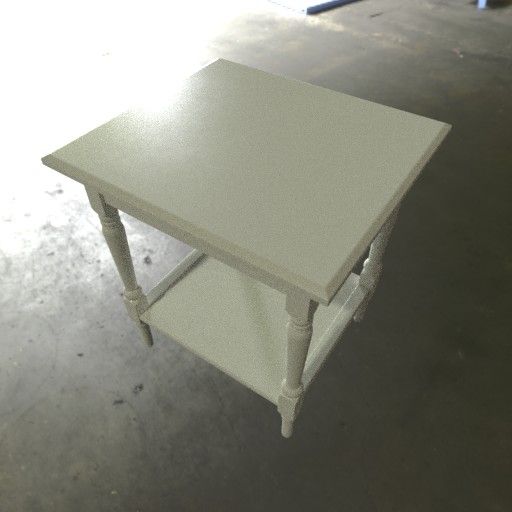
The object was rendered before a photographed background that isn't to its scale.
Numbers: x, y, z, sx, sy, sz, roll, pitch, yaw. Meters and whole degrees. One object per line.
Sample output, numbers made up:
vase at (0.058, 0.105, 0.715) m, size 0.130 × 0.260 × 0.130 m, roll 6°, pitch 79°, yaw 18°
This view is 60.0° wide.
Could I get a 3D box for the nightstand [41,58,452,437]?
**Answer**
nightstand at (0.000, 0.000, 0.923) m, size 0.505 × 0.555 × 0.459 m, roll 26°, pitch 51°, yaw 23°
